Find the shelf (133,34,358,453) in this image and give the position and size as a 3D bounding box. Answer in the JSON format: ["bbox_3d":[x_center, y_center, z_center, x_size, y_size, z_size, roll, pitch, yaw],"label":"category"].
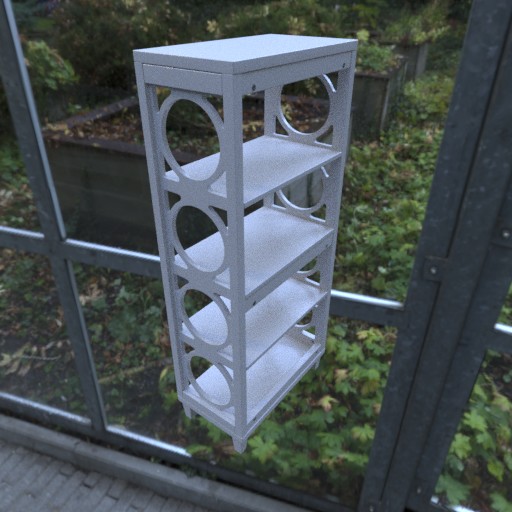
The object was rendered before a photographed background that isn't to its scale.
[{"bbox_3d":[0.000,0.000,1.630,0.340,1.411,0.611,22,37,31],"label":"shelf"}]
